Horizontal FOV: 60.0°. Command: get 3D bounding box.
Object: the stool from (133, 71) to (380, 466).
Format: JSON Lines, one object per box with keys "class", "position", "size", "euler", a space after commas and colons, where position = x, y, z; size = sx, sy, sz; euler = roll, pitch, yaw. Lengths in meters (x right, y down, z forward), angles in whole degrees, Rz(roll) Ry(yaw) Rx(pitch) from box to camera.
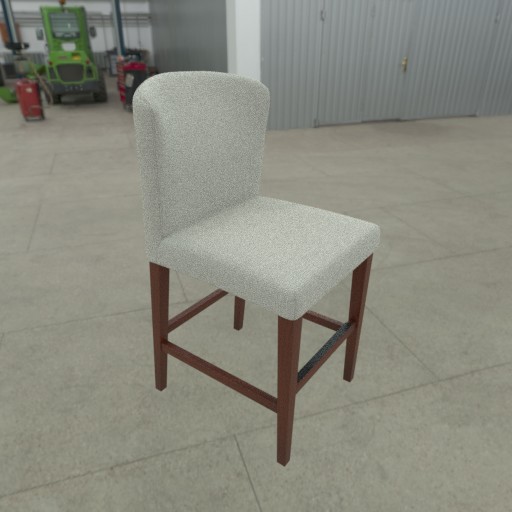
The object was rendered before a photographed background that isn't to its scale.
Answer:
{"class": "stool", "position": [0.000, 0.000, 1.288], "size": [0.568, 0.969, 0.481], "euler": [18, 32, 32]}
